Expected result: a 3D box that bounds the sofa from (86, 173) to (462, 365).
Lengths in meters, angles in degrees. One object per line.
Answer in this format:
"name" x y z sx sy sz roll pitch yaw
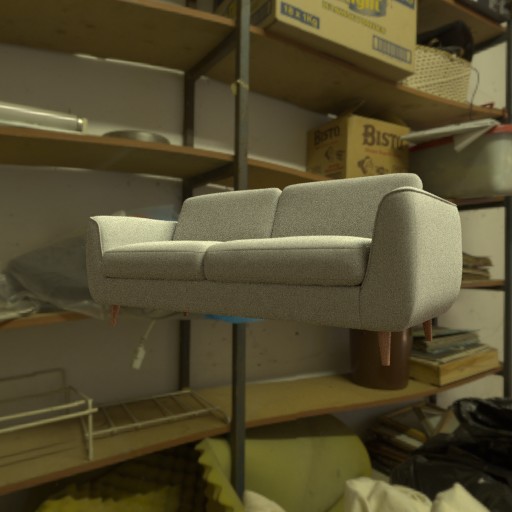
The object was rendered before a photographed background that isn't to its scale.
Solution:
"sofa" 0.000 0.000 2.453 2.000 0.850 0.920 0 -1 36
